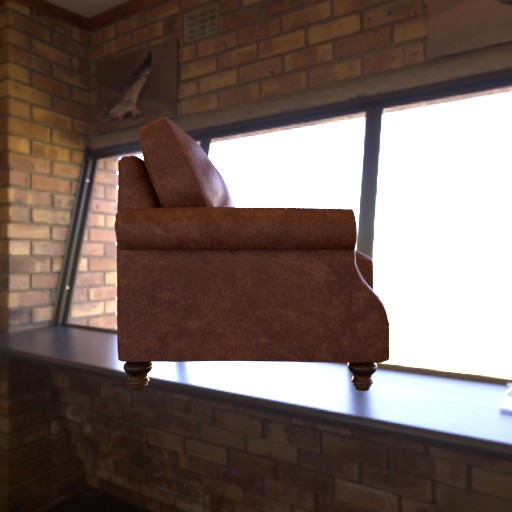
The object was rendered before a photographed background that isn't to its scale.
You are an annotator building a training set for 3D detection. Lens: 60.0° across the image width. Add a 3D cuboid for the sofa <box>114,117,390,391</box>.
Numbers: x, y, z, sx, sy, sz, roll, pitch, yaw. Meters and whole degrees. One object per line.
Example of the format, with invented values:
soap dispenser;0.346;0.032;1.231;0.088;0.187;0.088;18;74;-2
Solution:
sofa;0.000;0.000;2.247;0.990;0.967;1.616;0;0;0
